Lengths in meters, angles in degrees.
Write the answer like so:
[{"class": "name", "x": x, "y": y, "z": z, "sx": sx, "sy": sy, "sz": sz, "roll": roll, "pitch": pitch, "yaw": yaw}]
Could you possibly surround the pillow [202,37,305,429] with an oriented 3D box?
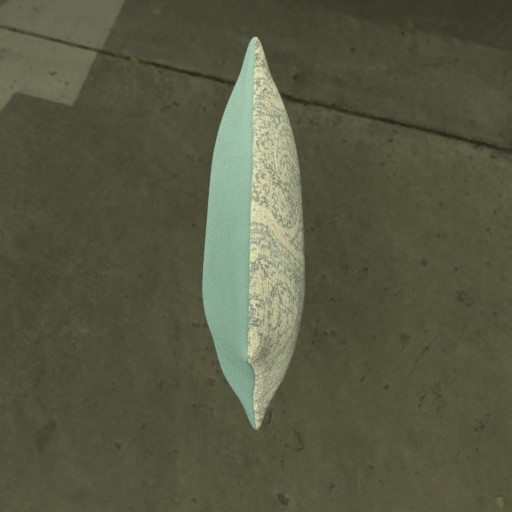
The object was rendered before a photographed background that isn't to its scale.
[{"class": "pillow", "x": 0.000, "y": 0.000, "z": 0.804, "sx": 0.166, "sy": 0.507, "sz": 0.526, "roll": 1, "pitch": 61, "yaw": 0}]
